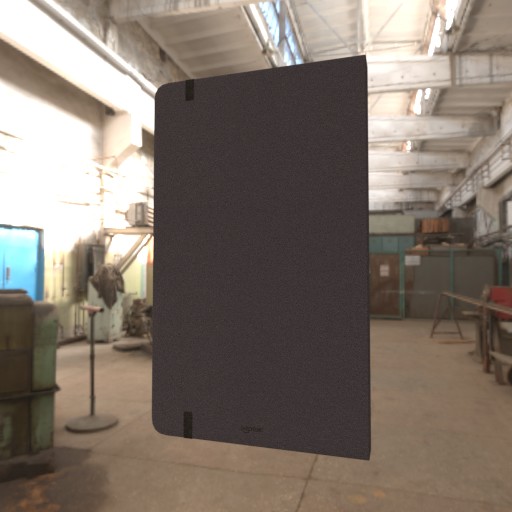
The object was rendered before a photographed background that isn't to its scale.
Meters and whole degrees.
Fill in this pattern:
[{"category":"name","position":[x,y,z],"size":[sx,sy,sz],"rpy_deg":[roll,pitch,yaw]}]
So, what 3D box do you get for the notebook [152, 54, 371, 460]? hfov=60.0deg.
[{"category":"notebook","position":[0.000,0.000,0.258],"size":[0.127,0.213,0.016],"rpy_deg":[-1,-2,18]}]
